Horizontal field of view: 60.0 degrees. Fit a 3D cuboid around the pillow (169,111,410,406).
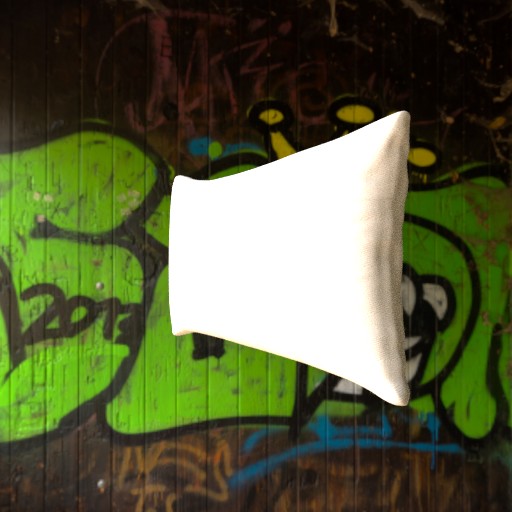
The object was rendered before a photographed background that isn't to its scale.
[{"bbox_3d":[0.000,0.000,0.648,0.139,0.305,0.506,0,0,-37],"label":"pillow"}]
